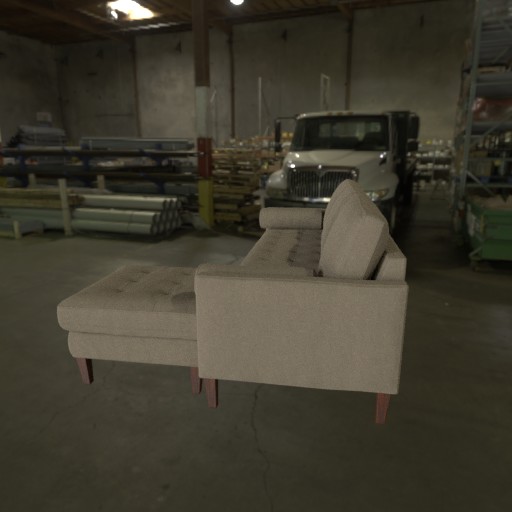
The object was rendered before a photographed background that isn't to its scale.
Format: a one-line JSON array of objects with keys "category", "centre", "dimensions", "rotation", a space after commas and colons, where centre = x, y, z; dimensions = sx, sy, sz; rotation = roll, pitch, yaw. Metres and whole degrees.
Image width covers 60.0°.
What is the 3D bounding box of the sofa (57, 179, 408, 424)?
[{"category": "sofa", "centre": [0.000, 0.000, 2.837], "dimensions": [1.506, 0.875, 2.178], "rotation": [2, 14, 9]}]
